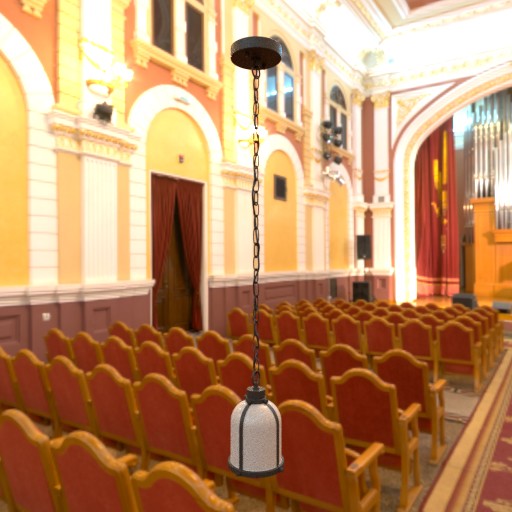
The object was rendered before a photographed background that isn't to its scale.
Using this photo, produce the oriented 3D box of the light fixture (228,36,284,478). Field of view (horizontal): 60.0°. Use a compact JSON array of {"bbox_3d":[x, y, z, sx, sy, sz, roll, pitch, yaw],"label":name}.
[{"bbox_3d":[0.000,0.000,1.259,0.178,1.181,0.178,0,0,34],"label":"light fixture"}]
